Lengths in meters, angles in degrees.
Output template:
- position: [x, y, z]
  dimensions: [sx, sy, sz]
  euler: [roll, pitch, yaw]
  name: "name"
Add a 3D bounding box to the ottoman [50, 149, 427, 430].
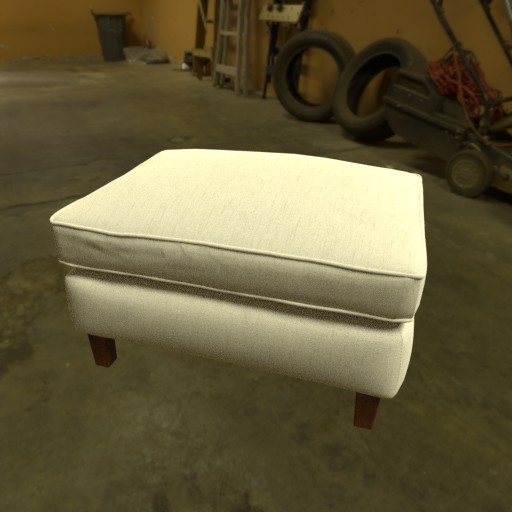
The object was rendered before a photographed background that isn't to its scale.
- position: [0.000, 0.000, 0.968]
  dimensions: [0.665, 0.406, 0.501]
  euler: [9, 31, 15]
  name: "ottoman"
